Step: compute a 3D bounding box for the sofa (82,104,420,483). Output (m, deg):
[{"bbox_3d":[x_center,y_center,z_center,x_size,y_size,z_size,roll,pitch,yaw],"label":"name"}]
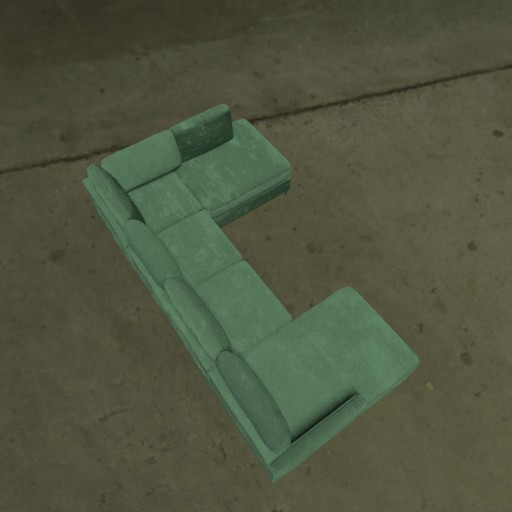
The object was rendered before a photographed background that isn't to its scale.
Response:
[{"bbox_3d":[0.000,0.000,4.378,2.055,0.992,3.434,-31,63,-18],"label":"sofa"}]
